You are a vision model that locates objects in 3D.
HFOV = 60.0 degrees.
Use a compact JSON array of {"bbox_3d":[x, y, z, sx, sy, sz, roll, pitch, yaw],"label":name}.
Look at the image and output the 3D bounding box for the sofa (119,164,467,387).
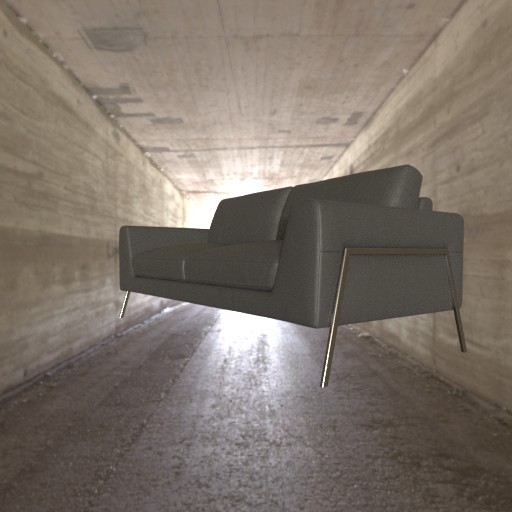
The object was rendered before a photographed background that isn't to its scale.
[{"bbox_3d":[0.000,0.000,2.573,0.953,0.875,2.017,0,0,-36],"label":"sofa"}]
